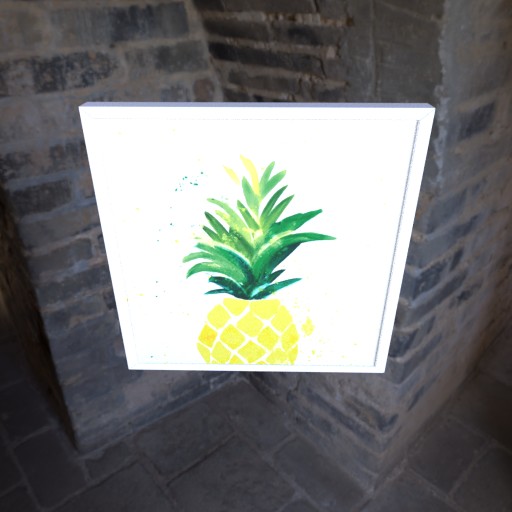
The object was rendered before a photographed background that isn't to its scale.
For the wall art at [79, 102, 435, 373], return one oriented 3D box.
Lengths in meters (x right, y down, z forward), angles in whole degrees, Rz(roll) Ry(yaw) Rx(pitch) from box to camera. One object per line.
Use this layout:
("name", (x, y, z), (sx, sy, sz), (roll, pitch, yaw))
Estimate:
("wall art", (0.000, 0.000, 0.772), (0.508, 0.507, 0.035), (1, 30, 1))
